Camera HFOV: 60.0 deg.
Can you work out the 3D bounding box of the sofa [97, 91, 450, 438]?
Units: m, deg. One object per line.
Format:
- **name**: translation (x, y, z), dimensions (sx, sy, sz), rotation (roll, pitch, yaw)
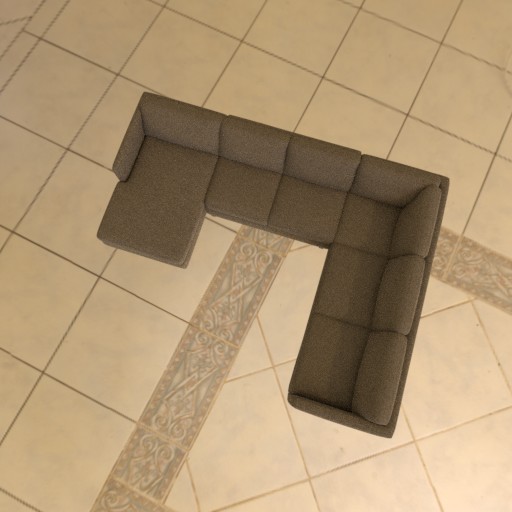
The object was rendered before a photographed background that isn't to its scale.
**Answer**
- **sofa**: translation (0.000, 0.000, 4.415), dimensions (3.238, 0.853, 2.551), rotation (17, 77, 4)
